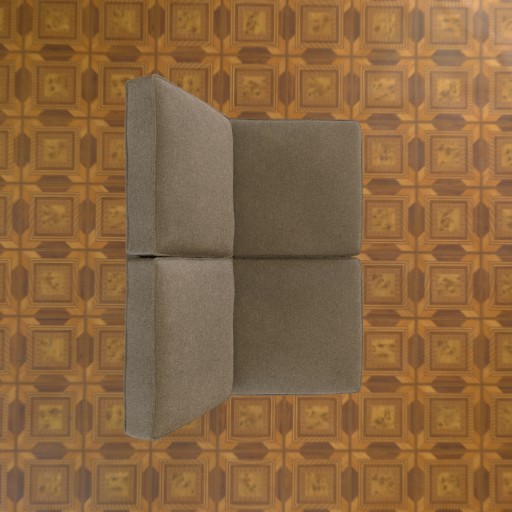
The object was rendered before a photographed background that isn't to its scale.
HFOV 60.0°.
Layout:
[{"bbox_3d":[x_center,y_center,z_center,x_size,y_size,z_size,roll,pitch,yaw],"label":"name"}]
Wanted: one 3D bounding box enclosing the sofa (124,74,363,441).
[{"bbox_3d":[0.000,0.000,1.929,0.951,1.008,1.237,0,89,-1],"label":"sofa"}]
